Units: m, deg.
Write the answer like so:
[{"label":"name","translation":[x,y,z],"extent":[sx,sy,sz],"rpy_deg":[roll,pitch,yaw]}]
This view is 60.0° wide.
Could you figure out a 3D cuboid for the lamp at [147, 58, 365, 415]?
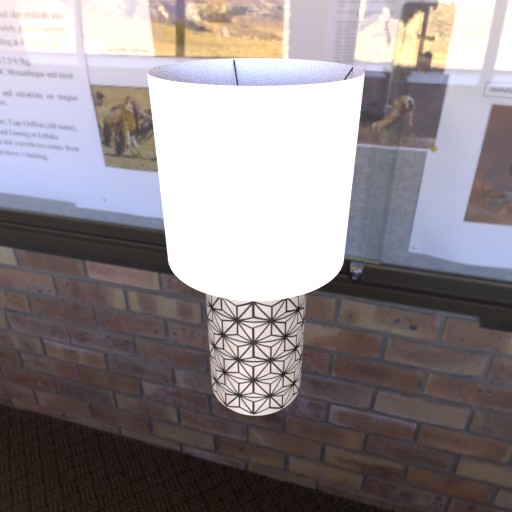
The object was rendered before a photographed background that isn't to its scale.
[{"label":"lamp","translation":[0.000,0.000,0.532],"extent":[0.206,0.416,0.206],"rpy_deg":[-8,30,-13]}]
